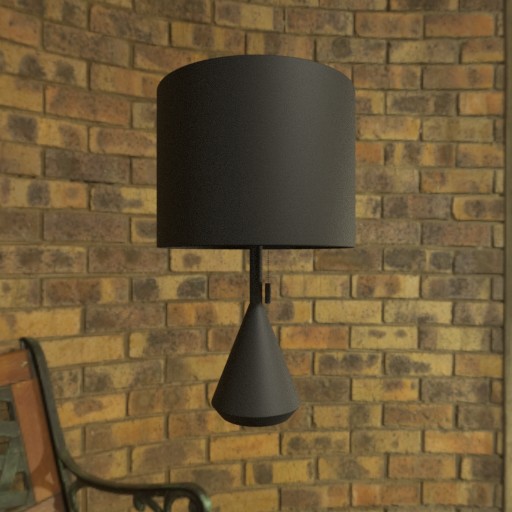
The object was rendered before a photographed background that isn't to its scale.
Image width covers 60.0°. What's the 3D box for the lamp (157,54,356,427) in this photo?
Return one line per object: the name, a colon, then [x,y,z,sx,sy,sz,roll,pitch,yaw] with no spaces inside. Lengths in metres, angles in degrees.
lamp: [0.000,0.000,0.819,0.359,0.584,0.359,0,0,0]
